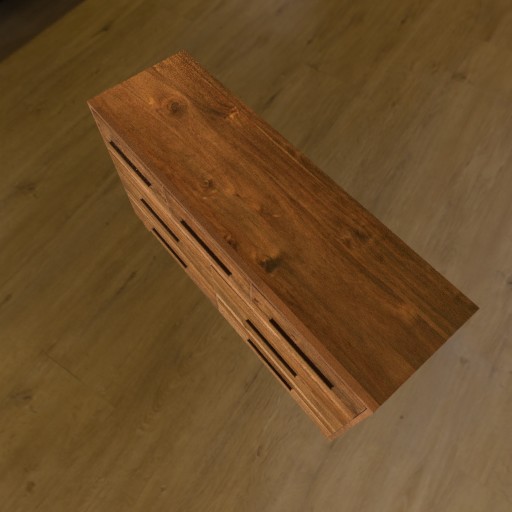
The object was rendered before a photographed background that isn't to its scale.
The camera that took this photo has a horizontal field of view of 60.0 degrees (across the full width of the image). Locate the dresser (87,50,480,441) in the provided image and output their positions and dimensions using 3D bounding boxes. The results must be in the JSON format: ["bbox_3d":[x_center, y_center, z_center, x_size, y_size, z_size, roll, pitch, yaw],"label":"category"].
[{"bbox_3d":[0.000,0.000,1.794,0.446,0.873,1.400,-37,68,-17],"label":"dresser"}]
